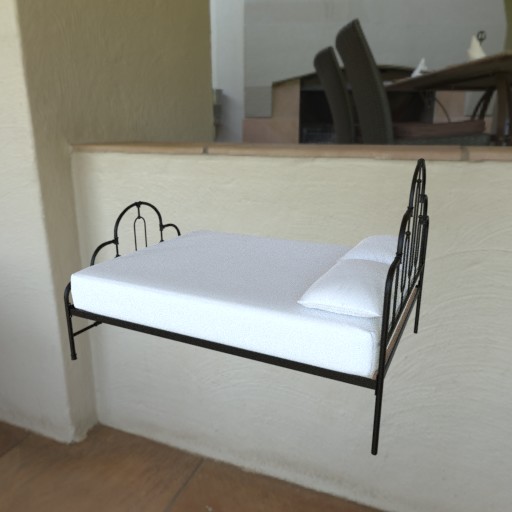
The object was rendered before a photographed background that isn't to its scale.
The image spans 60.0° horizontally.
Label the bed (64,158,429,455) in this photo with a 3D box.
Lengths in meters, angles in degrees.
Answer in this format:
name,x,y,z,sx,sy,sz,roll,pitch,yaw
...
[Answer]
name,x,y,z,sx,sy,sz,roll,pitch,yaw
bed,0.000,0.000,3.229,2.181,1.444,1.626,8,17,25
